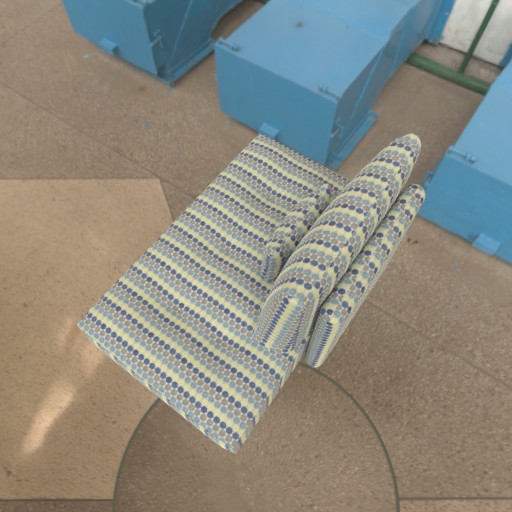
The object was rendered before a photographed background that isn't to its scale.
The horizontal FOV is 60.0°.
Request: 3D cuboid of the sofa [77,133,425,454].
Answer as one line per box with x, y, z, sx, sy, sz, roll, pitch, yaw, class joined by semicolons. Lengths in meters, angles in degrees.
0.000;0.000;2.036;1.000;0.820;1.450;33;66;16;sofa
